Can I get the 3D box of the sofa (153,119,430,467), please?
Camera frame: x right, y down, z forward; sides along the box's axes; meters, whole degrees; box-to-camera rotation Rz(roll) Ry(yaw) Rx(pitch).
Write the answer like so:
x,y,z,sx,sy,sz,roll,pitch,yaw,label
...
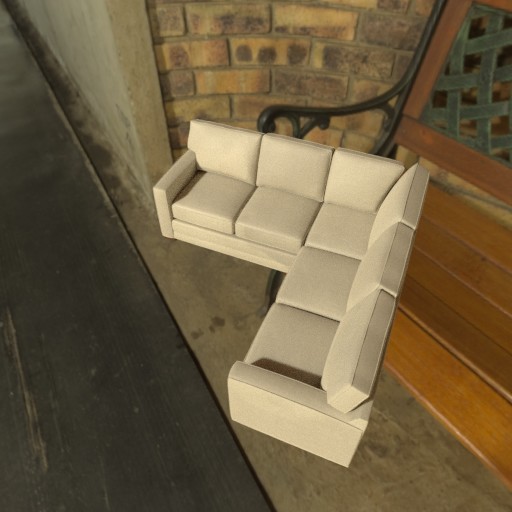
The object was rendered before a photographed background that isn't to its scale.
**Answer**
x,y,z,sx,sy,sz,roll,pitch,yaw,label
0.000,0.000,3.442,2.182,0.939,2.189,17,49,16,sofa
